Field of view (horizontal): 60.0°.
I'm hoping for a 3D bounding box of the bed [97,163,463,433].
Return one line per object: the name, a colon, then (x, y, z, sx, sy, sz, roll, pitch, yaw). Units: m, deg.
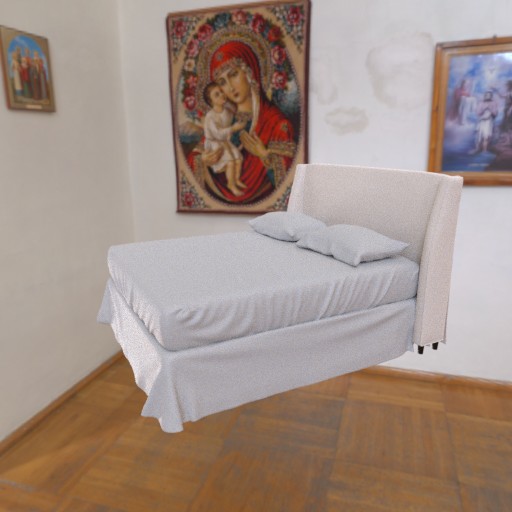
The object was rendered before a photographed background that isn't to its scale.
bed: (0.000, 0.000, 3.516, 2.276, 1.332, 1.925, -8, 17, -27)
